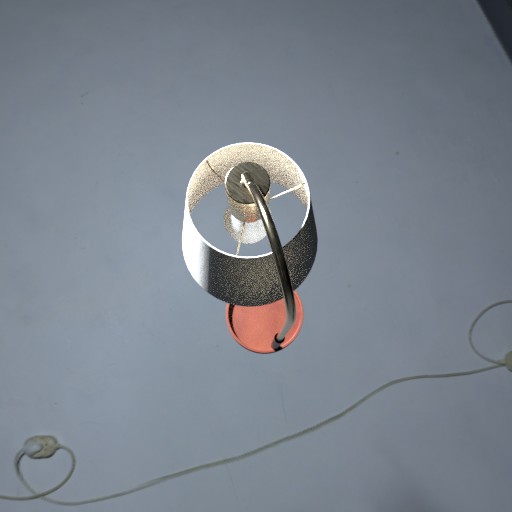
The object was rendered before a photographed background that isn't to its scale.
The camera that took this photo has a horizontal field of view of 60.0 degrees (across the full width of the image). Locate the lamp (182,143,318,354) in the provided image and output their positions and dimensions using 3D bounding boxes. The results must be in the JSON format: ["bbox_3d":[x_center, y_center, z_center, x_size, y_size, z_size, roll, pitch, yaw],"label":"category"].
[{"bbox_3d":[0.000,0.000,0.671,0.211,0.536,0.273,-17,76,-4],"label":"lamp"}]
